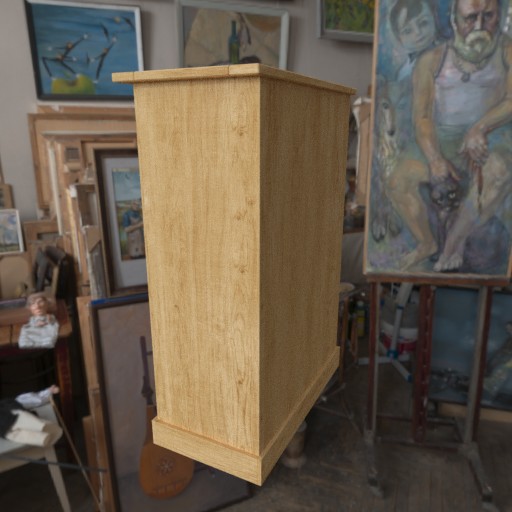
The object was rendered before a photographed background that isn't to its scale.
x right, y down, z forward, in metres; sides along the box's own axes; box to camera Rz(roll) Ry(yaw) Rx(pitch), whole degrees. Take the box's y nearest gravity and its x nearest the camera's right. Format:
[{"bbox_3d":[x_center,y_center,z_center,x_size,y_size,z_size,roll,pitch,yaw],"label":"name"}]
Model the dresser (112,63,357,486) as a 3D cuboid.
[{"bbox_3d":[0.000,0.000,1.766,0.485,1.300,0.915,8,18,26],"label":"dresser"}]
